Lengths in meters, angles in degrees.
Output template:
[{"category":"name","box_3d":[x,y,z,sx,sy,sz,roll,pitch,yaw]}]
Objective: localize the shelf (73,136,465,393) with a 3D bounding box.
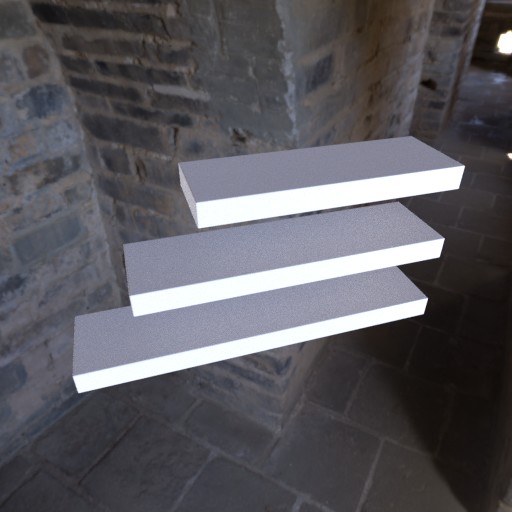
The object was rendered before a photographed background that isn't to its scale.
[{"category":"shelf","box_3d":[0.000,0.000,0.723,0.610,0.293,0.140,-10,35,-14]}]
